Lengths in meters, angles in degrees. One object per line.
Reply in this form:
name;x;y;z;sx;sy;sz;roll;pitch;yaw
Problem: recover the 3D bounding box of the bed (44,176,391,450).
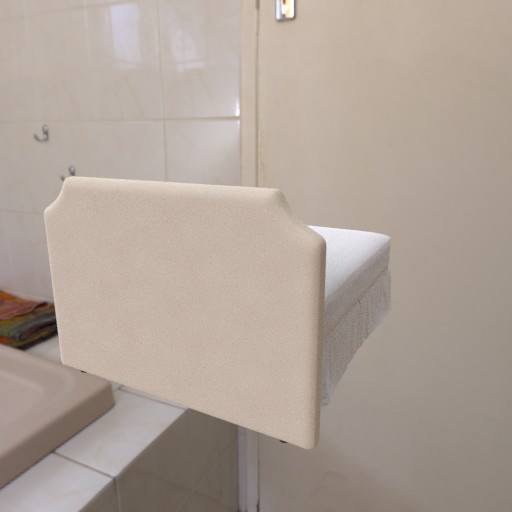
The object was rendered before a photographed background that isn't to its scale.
bed;0.000;0.000;3.347;1.827;1.296;2.209;8;17;27
